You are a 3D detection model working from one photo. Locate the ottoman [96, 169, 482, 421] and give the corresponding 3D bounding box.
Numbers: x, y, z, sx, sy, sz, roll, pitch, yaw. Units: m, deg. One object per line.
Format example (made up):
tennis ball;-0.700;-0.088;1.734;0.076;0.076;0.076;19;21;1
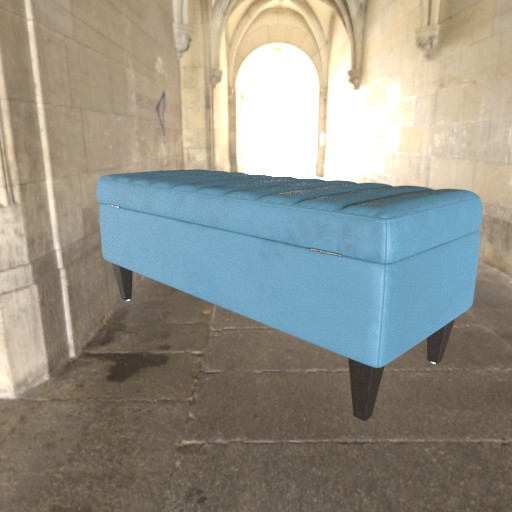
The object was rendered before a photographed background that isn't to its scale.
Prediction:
ottoman;0.000;0.000;1.378;0.482;0.469;1.151;-14;20;-43
